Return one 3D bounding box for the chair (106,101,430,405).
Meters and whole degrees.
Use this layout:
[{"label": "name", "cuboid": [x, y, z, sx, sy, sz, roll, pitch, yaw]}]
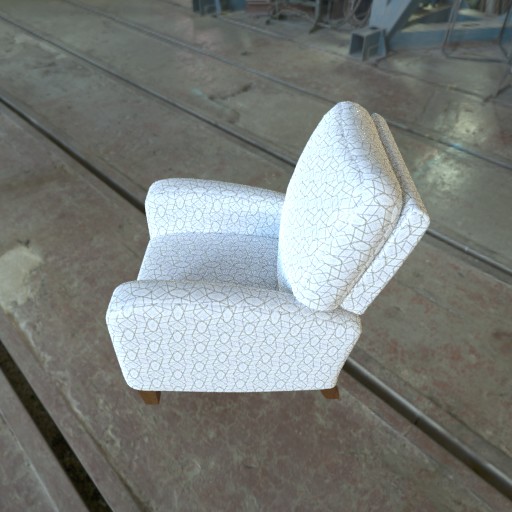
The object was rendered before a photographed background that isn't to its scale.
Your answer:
[{"label": "chair", "cuboid": [0.000, 0.000, 1.768, 0.995, 1.064, 0.796, 1, 42, 1]}]
